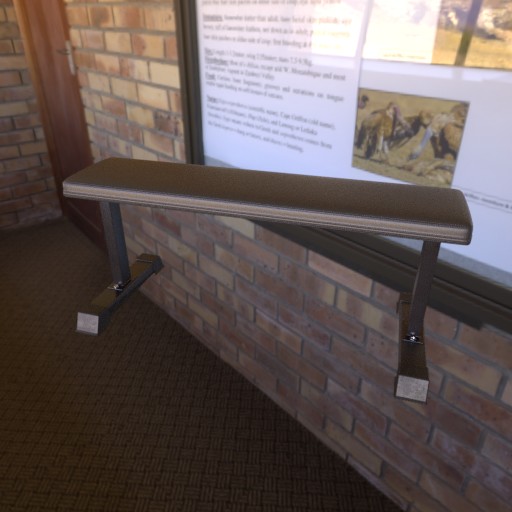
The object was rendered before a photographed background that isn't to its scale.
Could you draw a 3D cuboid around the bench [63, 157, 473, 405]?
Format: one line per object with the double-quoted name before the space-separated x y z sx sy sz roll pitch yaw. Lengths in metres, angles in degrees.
"bench" 0.000 0.000 1.296 1.072 0.453 0.439 8 30 14
